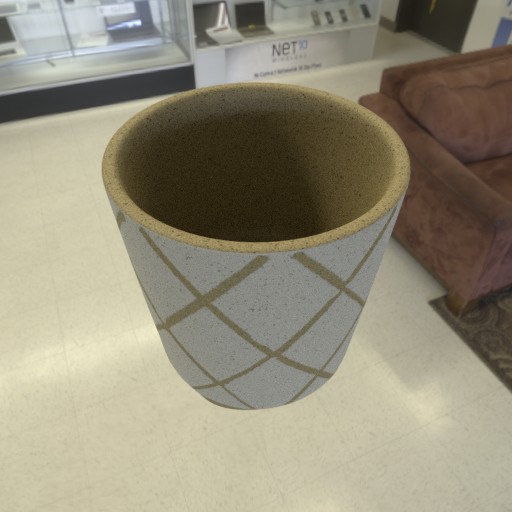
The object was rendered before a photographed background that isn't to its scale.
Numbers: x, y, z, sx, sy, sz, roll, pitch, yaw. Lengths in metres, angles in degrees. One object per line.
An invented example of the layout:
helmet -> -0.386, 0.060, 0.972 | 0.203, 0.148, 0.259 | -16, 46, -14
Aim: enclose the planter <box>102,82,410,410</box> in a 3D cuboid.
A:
planter -> 0.000, 0.000, 0.418 | 0.228, 0.235, 0.228 | 0, 45, 0
